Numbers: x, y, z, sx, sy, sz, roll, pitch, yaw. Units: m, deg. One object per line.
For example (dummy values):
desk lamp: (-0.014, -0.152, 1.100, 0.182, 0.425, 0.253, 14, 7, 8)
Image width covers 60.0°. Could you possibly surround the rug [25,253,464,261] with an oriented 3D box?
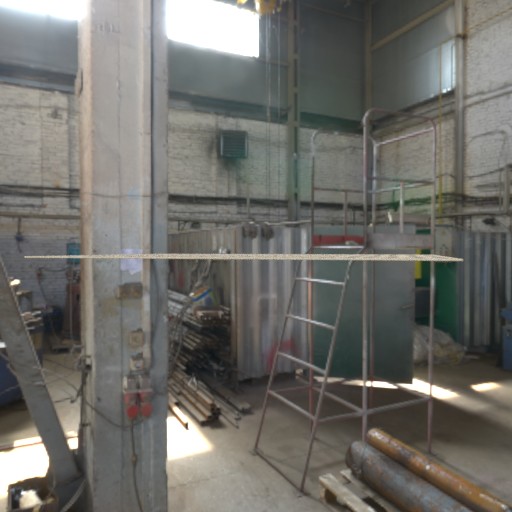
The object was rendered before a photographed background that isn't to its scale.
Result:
rug: (0.000, 0.000, 2.322, 1.828, 0.007, 1.220, 0, 1, 18)
